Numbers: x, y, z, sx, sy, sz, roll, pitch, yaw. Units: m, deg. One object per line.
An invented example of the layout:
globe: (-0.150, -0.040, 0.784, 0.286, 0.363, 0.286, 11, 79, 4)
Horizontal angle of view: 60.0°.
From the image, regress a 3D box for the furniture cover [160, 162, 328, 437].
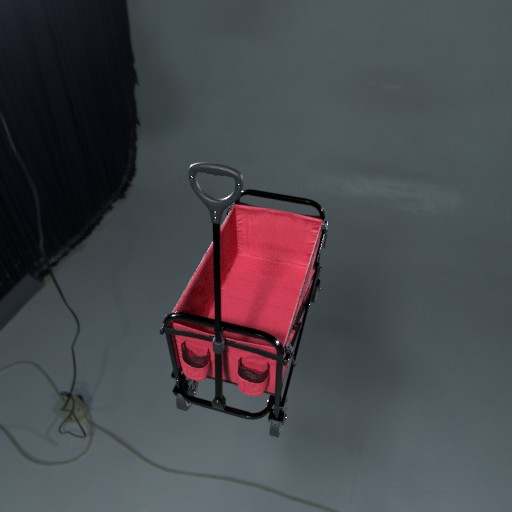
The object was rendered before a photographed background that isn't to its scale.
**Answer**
furniture cover: (0.000, 0.000, 1.858, 0.532, 1.295, 1.038, 11, 43, 12)
